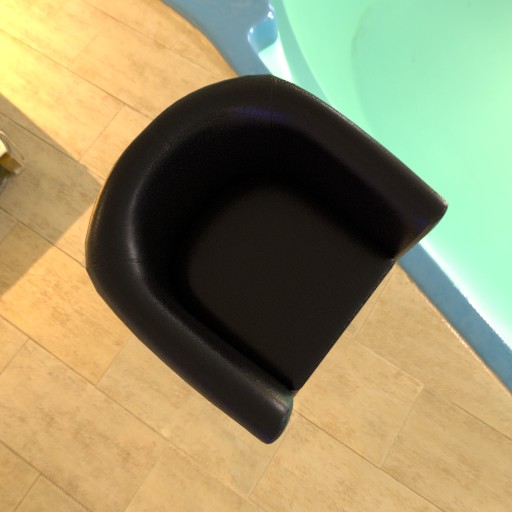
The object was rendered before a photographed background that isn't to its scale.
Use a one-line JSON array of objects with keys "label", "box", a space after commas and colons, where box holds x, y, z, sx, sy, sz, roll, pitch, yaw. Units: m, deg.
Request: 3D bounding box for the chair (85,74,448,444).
[{"label": "chair", "box": [0.000, 0.000, 1.384, 0.727, 0.756, 0.793, 38, 78, 10]}]
